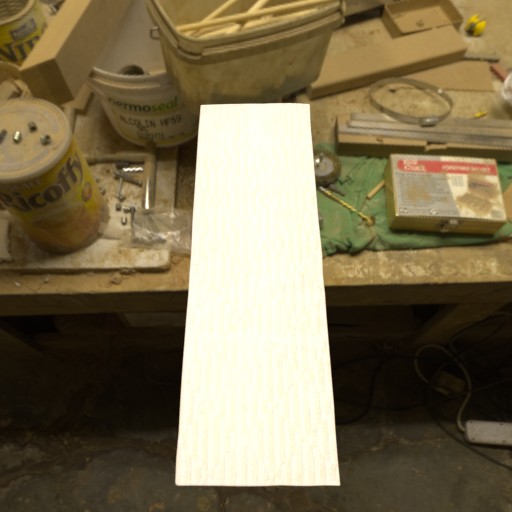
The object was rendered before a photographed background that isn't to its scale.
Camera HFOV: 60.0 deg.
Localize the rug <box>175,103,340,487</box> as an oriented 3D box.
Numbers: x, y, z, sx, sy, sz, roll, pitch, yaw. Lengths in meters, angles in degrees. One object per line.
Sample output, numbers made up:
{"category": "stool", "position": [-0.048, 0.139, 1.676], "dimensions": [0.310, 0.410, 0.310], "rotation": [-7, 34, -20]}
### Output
{"category": "rug", "position": [0.000, 0.000, 2.652], "dimensions": [0.793, 0.014, 2.450], "rotation": [0, 64, 0]}
